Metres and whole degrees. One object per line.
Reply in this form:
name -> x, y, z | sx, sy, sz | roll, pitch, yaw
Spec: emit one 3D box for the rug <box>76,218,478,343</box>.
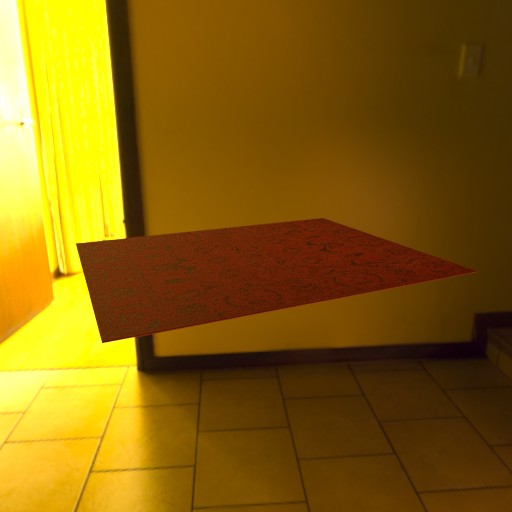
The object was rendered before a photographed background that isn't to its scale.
rug -> 0.000, 0.000, 4.031 | 2.929, 0.012, 2.300 | -8, 18, -24
